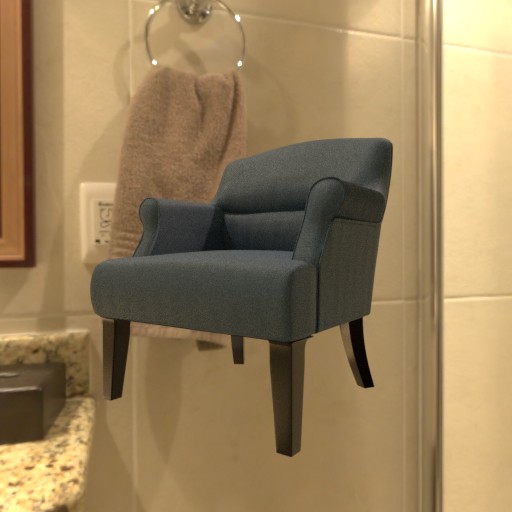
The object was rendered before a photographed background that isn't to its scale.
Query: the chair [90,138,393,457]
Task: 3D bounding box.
[{"bbox_3d":[0.000,0.000,1.439,0.770,0.878,0.754,0,0,36],"label":"chair"}]
